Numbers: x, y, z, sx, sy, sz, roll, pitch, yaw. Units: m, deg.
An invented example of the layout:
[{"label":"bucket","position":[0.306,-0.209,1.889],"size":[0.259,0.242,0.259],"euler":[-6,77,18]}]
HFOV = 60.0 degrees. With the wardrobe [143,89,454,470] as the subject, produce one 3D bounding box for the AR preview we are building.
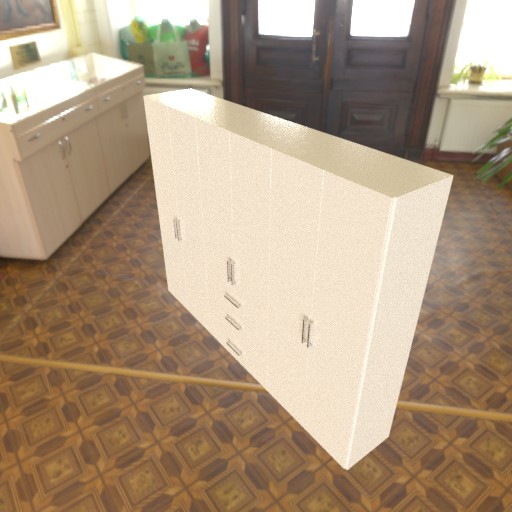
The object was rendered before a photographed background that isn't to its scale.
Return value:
[{"label":"wardrobe","position":[0.000,0.000,4.033],"size":[0.580,2.360,3.000],"euler":[-22,38,-31]}]
